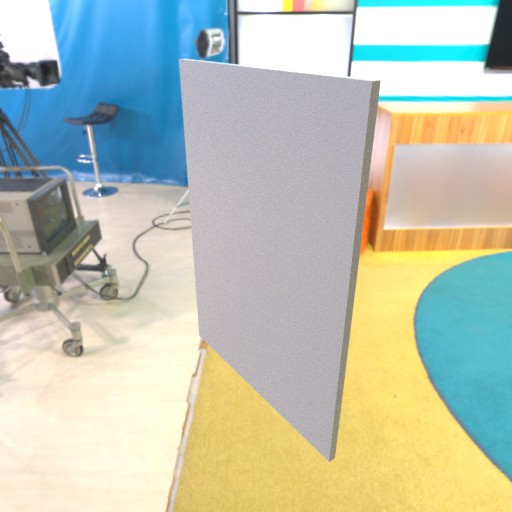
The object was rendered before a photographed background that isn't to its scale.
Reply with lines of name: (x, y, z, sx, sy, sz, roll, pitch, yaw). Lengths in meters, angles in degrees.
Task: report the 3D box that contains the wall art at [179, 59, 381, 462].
wall art: (0.000, 0.000, 0.678, 0.013, 0.533, 0.381, -19, 33, -32)
